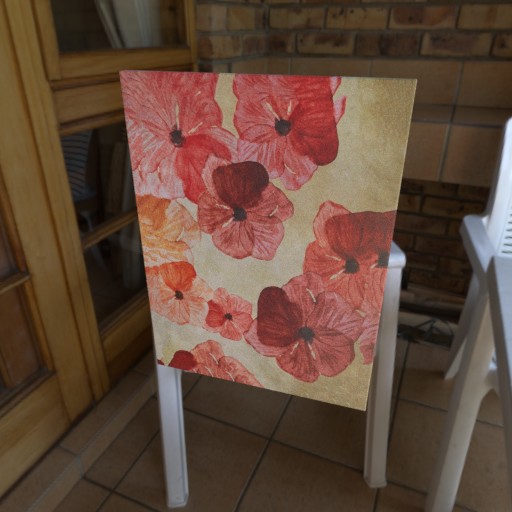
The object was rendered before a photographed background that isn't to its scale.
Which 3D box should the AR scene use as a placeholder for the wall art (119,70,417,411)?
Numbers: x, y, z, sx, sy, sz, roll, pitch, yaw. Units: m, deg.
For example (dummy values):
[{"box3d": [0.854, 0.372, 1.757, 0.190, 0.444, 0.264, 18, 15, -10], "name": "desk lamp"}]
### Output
[{"box3d": [0.000, 0.000, 1.334, 0.762, 1.015, 0.031, 8, 29, 15], "name": "wall art"}]
